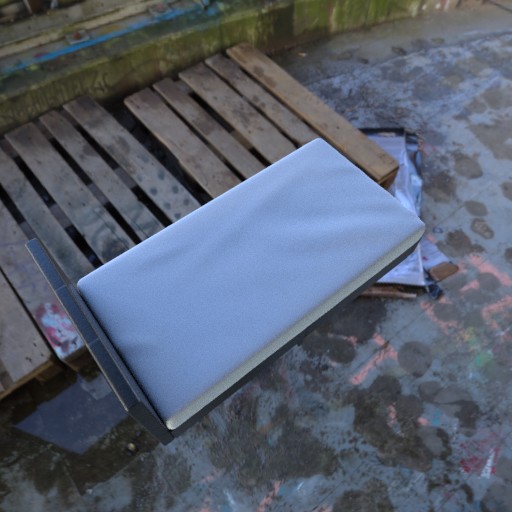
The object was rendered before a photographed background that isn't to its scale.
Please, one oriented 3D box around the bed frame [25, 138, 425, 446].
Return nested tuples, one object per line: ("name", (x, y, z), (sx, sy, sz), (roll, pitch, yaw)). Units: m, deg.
("bed frame", (0.000, 0.000, 2.597), (2.152, 1.046, 1.038), (-34, 64, -19))
